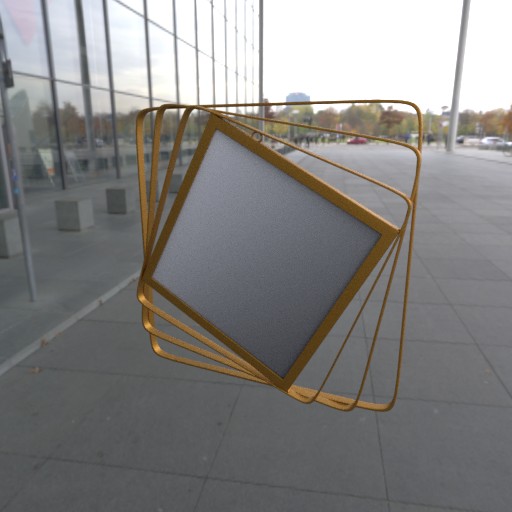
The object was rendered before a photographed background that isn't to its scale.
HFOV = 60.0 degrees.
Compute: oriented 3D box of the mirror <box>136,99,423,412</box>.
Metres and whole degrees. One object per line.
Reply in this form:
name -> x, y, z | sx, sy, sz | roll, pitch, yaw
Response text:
mirror -> 0.000, 0.000, 0.708 | 0.470, 0.468, 0.045 | 7, 17, 24
